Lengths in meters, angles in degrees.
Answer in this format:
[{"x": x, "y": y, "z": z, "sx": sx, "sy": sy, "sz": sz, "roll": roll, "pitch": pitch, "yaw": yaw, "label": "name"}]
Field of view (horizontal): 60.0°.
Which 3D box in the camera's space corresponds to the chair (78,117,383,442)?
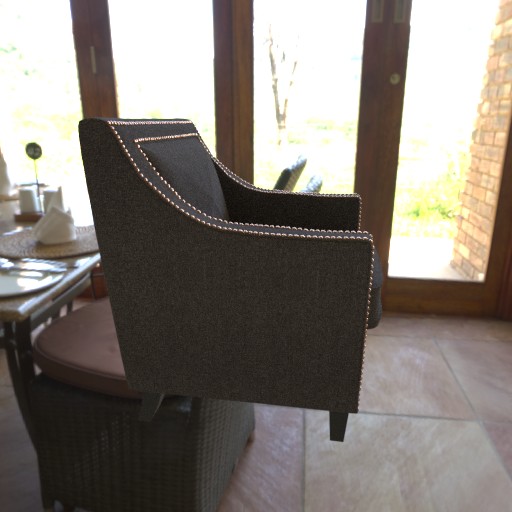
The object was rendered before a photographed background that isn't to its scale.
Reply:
[{"x": 0.000, "y": 0.000, "z": 1.622, "sx": 0.884, "sy": 0.967, "sz": 0.776, "roll": 3, "pitch": 17, "yaw": 10, "label": "chair"}]
